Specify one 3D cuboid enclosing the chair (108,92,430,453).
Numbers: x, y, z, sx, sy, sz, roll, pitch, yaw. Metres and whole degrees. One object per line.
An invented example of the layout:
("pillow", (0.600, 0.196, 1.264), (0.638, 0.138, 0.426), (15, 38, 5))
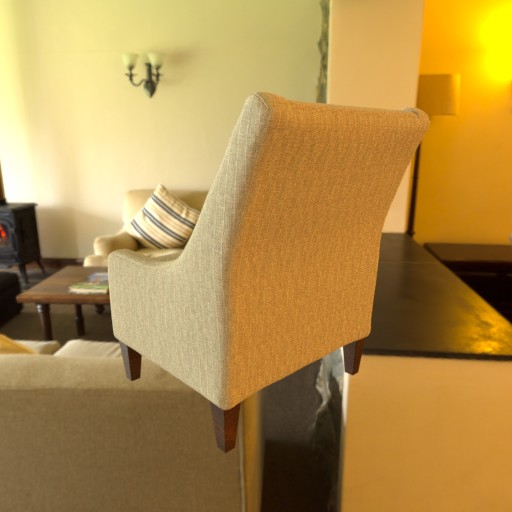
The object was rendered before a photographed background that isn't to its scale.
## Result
("chair", (0.000, 0.000, 1.602), (0.774, 1.014, 0.870), (-13, 20, -42))
